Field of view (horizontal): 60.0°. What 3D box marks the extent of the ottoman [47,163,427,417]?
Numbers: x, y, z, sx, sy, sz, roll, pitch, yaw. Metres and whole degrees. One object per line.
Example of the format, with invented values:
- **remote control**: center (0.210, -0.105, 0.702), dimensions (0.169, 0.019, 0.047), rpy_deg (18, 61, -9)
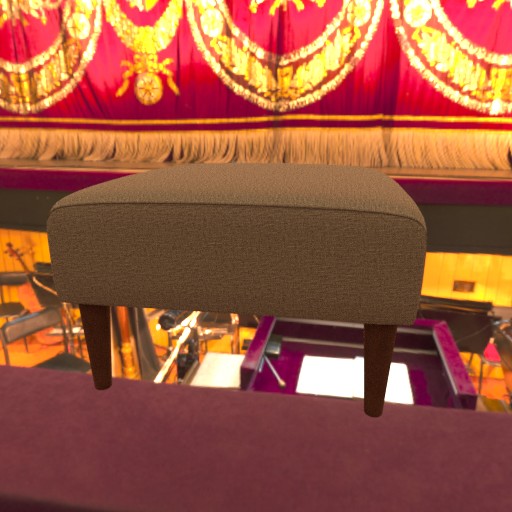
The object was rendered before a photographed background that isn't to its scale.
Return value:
- **ottoman**: center (0.000, 0.000, 1.038), dimensions (0.649, 0.398, 0.650), rpy_deg (3, 17, 9)
